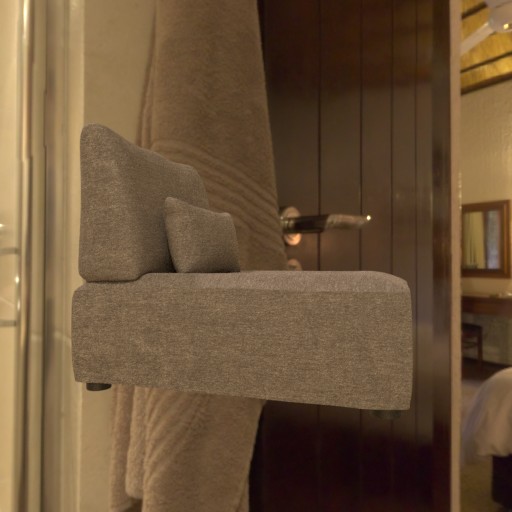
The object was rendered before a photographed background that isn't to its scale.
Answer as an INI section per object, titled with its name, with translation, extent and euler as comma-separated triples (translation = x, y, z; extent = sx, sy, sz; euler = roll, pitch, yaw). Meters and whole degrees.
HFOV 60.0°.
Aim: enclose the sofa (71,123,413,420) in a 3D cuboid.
[sofa]
translation = 0.000, 0.000, 1.533
extent = 1.000, 0.820, 0.700
euler = 0, -1, 18
